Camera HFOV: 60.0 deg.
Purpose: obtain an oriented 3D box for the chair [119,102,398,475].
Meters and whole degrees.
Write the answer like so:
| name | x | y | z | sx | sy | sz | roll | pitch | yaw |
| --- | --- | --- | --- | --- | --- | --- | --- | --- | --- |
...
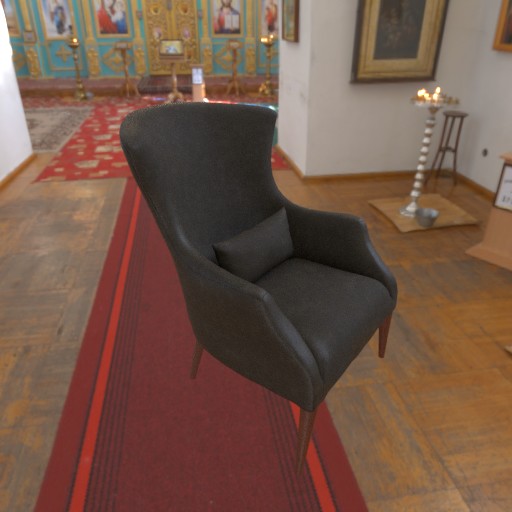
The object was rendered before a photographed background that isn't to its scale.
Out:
| name | x | y | z | sx | sy | sz | roll | pitch | yaw |
| --- | --- | --- | --- | --- | --- | --- | --- | --- | --- |
| chair | 0.000 | 0.000 | 1.747 | 0.954 | 1.068 | 0.819 | 18 | 32 | 31 |
